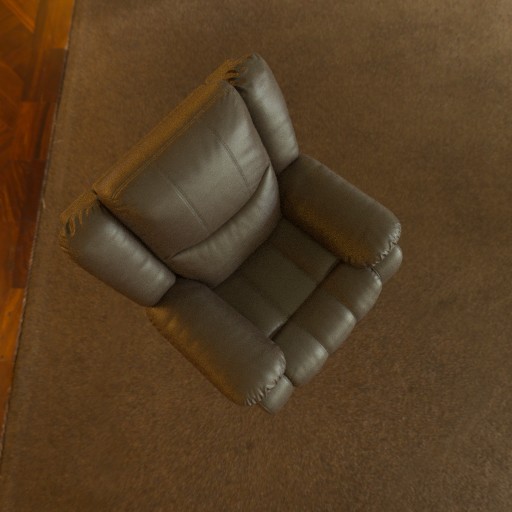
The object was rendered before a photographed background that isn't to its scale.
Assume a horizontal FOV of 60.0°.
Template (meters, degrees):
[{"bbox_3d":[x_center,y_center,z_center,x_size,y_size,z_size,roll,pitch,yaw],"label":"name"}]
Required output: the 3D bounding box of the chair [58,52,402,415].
[{"bbox_3d":[0.000,0.000,1.694,0.934,1.009,0.899,41,79,10],"label":"chair"}]
